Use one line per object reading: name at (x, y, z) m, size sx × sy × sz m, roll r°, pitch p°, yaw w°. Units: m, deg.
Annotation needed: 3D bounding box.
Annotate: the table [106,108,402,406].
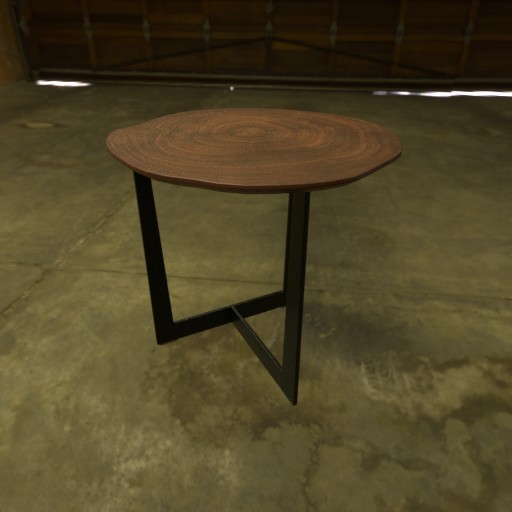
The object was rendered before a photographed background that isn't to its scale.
table at (0.000, 0.000, 0.878) m, size 0.477 × 0.476 × 0.494 m, roll -21°, pitch 35°, yaw -32°
